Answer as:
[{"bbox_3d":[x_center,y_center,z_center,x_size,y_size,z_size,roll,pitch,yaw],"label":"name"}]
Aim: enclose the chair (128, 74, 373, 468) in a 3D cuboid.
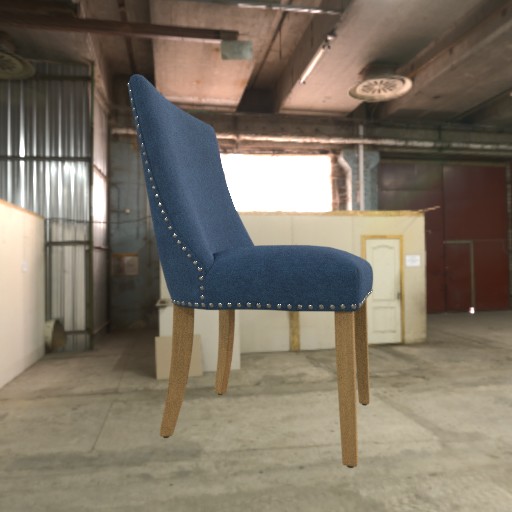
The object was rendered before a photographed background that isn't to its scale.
[{"bbox_3d":[0.000,0.000,1.230,0.610,0.902,0.495,0,-1,18],"label":"chair"}]
